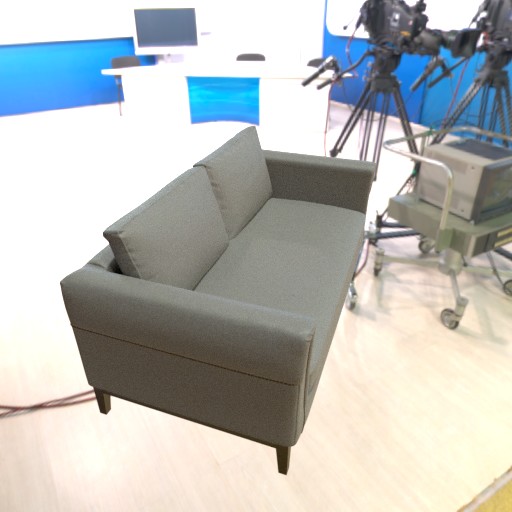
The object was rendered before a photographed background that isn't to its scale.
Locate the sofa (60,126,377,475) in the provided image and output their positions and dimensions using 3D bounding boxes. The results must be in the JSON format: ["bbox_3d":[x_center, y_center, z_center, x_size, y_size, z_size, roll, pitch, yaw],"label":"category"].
[{"bbox_3d":[0.000,0.000,2.152,0.899,0.873,1.598,11,33,17],"label":"sofa"}]
